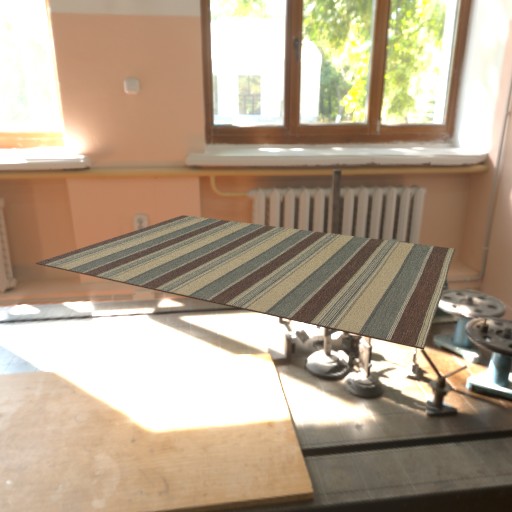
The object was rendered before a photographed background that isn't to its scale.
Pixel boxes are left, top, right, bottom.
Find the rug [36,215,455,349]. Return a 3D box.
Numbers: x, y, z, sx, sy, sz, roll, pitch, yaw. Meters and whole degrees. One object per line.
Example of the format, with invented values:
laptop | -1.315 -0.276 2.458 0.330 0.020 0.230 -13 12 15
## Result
rug | 0.000 0.000 2.310 1.829 0.008 1.219 9 20 26
